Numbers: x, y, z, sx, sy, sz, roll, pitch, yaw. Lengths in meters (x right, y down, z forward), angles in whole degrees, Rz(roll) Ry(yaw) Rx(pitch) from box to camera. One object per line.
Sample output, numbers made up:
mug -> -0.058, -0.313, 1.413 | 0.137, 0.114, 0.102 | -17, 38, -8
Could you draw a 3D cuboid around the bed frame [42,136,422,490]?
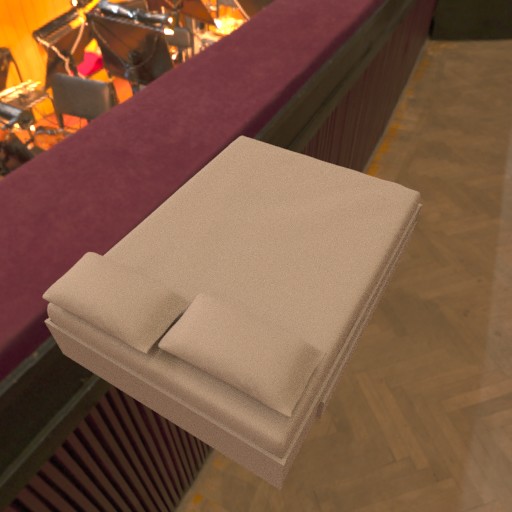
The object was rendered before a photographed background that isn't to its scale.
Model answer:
bed frame -> 0.000, 0.000, 2.653 | 1.450, 0.629, 1.950 | 23, 50, 21
